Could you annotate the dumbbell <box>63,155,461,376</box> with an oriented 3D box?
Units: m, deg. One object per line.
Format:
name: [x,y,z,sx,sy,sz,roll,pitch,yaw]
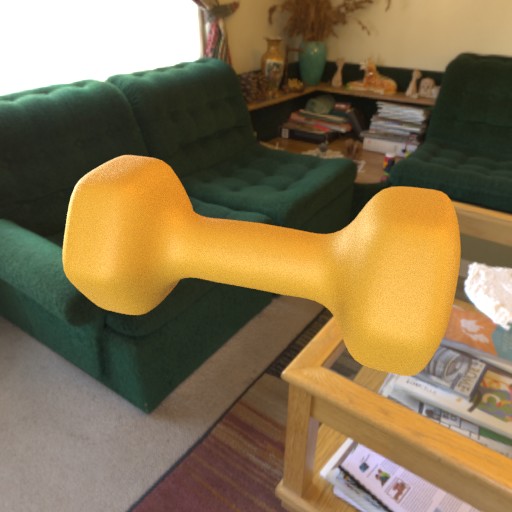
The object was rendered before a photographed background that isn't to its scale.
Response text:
dumbbell: [0.000,0.000,0.230,0.190,0.082,0.090,10,33,16]
